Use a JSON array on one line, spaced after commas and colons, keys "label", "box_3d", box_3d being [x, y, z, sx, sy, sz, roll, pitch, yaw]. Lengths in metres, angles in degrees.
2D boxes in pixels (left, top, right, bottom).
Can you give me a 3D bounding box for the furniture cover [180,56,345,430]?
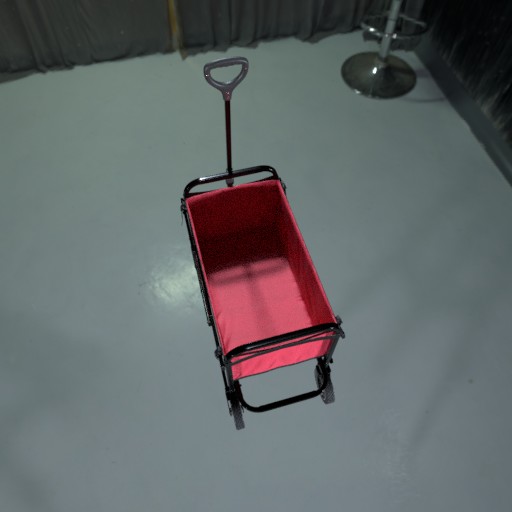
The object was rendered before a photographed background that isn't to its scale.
[{"label": "furniture cover", "box_3d": [0.000, 0.000, 1.808, 0.532, 1.295, 1.038, -13, 58, -8]}]
